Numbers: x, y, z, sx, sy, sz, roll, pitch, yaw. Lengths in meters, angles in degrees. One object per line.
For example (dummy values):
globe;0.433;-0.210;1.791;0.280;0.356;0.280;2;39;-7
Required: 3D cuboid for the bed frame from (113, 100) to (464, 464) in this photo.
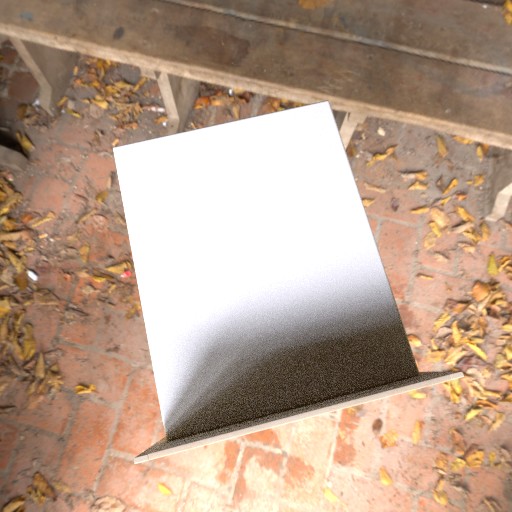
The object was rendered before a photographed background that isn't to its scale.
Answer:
bed frame;0.000;0.000;3.027;1.800;0.900;2.080;-13;75;-4
